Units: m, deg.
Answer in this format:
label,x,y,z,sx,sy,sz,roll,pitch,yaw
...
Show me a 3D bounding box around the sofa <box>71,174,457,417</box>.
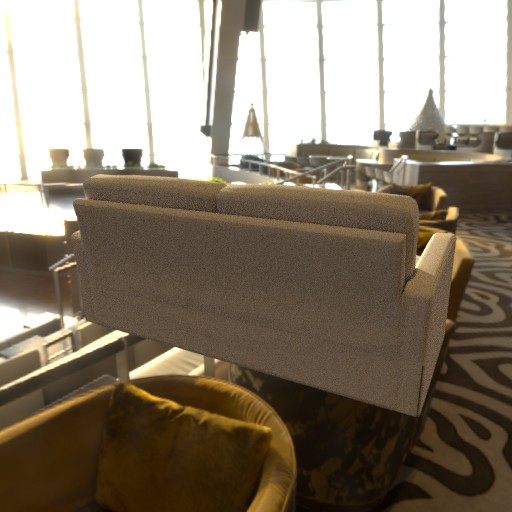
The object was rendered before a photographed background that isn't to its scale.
label,x,y,z,sx,sy,sz,roll,pitch,yaw
sofa,0.000,0.000,2.279,1.808,0.831,0.894,9,19,27
